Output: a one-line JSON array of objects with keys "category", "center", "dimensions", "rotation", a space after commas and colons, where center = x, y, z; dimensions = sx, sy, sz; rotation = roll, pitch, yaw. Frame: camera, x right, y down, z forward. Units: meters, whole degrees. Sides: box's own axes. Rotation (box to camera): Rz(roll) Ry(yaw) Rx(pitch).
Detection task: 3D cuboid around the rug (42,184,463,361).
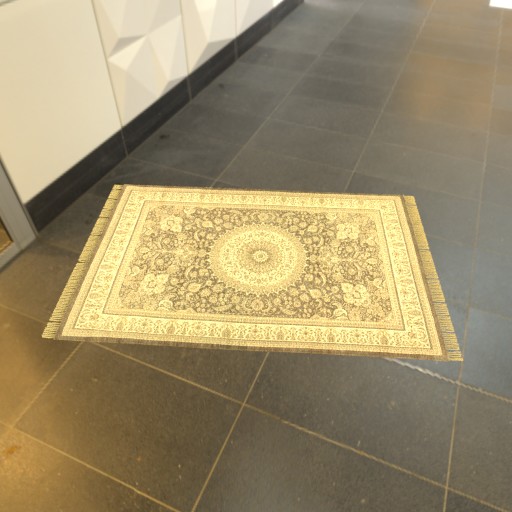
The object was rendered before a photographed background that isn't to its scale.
[{"category": "rug", "center": [0.000, 0.000, 4.323], "dimensions": [3.422, 0.015, 2.143], "rotation": [3, 45, 3]}]
